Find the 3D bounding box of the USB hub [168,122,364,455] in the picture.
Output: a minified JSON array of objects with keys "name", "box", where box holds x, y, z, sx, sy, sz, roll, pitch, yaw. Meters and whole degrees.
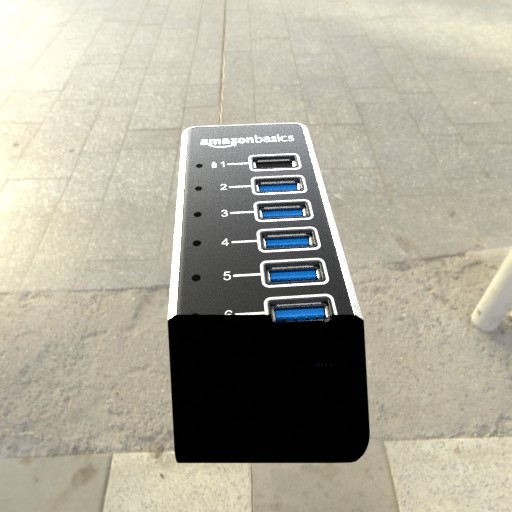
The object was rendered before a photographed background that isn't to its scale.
[{"name":"USB hub","box":[0.000,0.000,0.128,0.044,0.023,0.110,-3,47,-3]}]
